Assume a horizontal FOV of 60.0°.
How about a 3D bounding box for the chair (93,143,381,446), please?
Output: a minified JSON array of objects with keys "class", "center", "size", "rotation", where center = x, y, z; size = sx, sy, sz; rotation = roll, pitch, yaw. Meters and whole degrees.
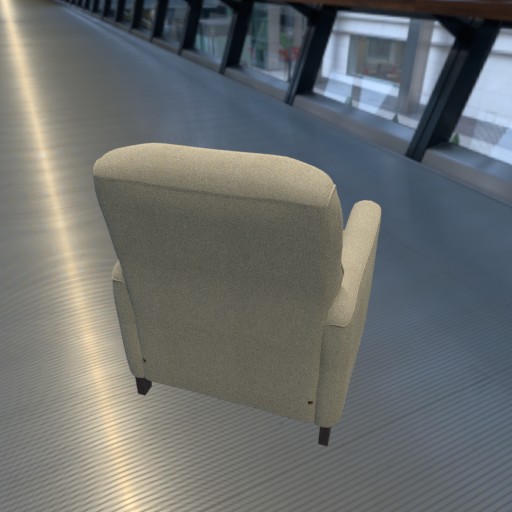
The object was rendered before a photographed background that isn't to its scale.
[{"class":"chair","center":[0.000,0.000,1.645],"size":[0.850,1.006,0.853],"rotation":[10,32,16]}]
